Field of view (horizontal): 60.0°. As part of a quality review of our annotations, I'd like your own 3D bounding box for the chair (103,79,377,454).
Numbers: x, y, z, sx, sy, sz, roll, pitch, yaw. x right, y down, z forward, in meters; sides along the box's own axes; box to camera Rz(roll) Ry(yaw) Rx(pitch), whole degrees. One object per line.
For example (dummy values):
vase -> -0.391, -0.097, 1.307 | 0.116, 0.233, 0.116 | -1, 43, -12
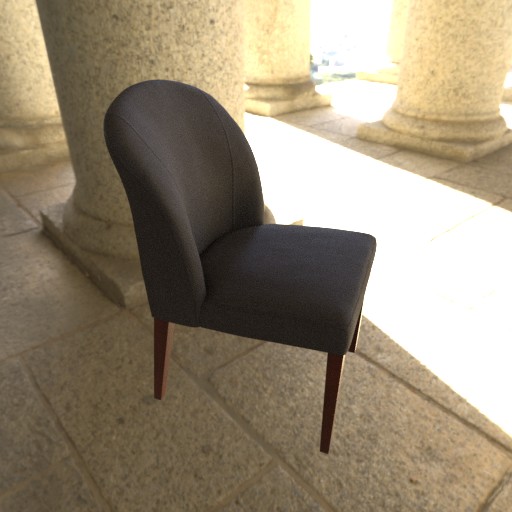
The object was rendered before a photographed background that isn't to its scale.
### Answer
chair -> 0.000, 0.000, 1.232 | 0.619, 0.879, 0.506 | 11, 32, 18
